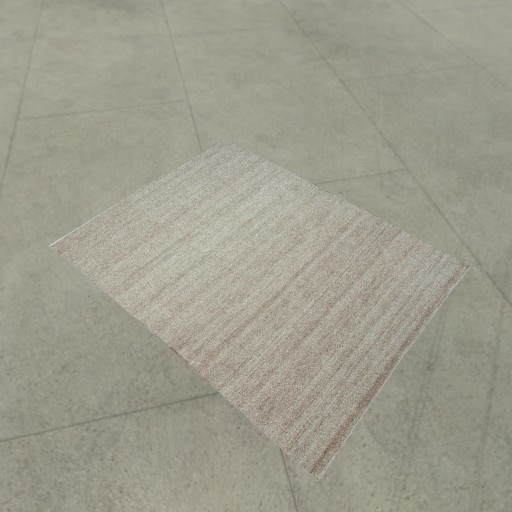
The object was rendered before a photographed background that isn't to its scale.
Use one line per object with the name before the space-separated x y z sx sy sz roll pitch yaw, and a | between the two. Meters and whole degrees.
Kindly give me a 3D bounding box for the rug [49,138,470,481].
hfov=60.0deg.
rug | 0.000 0.000 4.196 3.202 0.045 2.434 33 56 26
